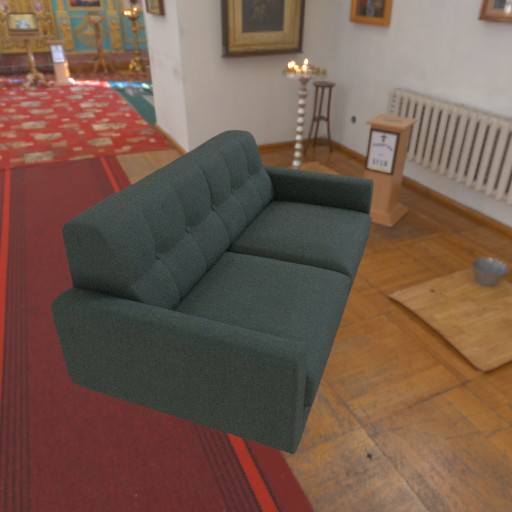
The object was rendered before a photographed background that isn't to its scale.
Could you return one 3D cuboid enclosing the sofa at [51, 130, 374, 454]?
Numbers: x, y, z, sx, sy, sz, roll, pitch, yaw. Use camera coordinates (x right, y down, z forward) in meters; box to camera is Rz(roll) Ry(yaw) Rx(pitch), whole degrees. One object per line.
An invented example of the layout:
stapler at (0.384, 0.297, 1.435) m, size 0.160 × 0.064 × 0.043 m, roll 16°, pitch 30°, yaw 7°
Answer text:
sofa at (0.000, 0.000, 2.100) m, size 0.909 × 0.841 × 1.631 m, roll 10°, pitch 31°, yaw 18°
